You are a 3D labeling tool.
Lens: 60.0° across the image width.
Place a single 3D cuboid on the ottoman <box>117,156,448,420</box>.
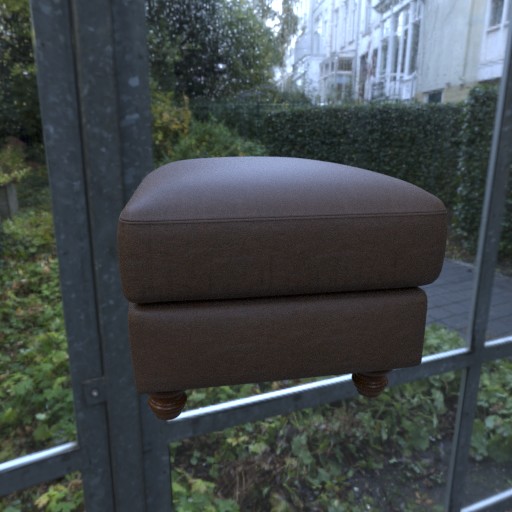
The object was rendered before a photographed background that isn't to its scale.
[{"bbox_3d":[0.000,0.000,1.176,0.635,0.508,0.787,-3,15,-10],"label":"ottoman"}]
